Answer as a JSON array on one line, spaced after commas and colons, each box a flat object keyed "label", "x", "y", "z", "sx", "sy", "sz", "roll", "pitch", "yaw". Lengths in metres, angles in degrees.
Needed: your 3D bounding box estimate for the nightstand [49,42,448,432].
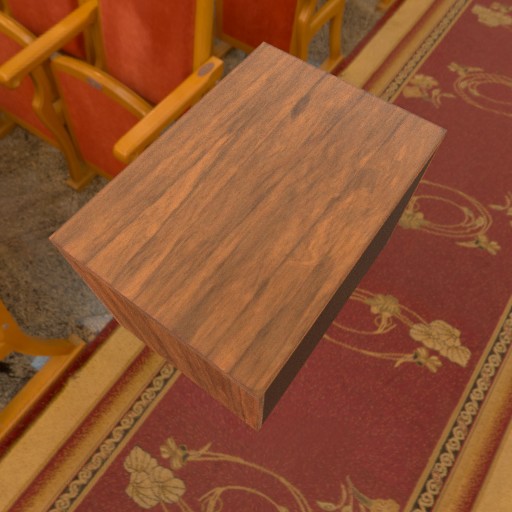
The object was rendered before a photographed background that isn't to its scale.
[{"label": "nightstand", "x": 0.000, "y": 0.000, "z": 1.062, "sx": 0.458, "sy": 0.610, "sz": 0.610, "roll": 33, "pitch": 67, "yaw": 16}]
